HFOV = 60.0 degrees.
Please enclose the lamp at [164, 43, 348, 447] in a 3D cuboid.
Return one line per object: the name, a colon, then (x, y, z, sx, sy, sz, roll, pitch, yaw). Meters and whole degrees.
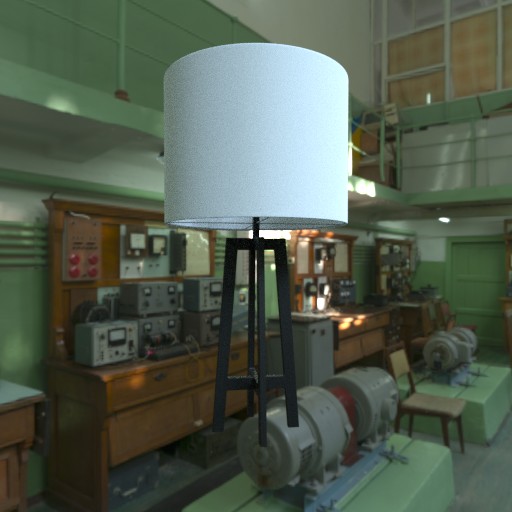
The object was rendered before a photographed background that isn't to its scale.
lamp: (0.000, 0.000, 0.630, 0.257, 0.489, 0.257, 0, 0, 36)
